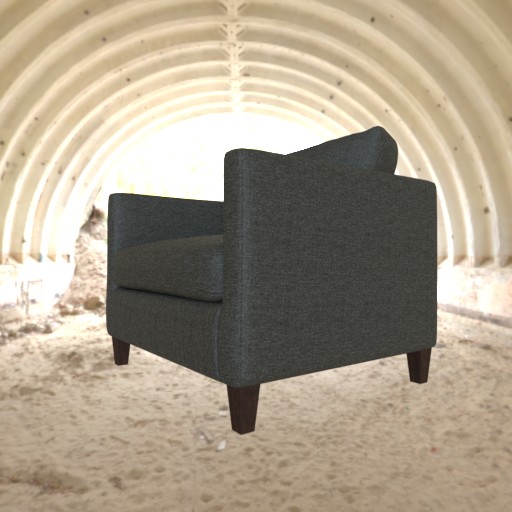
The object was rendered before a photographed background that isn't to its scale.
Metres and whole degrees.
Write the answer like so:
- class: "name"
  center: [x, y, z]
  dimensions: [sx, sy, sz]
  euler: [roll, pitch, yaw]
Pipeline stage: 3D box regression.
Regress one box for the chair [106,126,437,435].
- class: "chair"
  center: [0.000, 0.000, 1.839]
  dimensions: [0.959, 0.963, 1.107]
  euler: [0, -1, -36]
